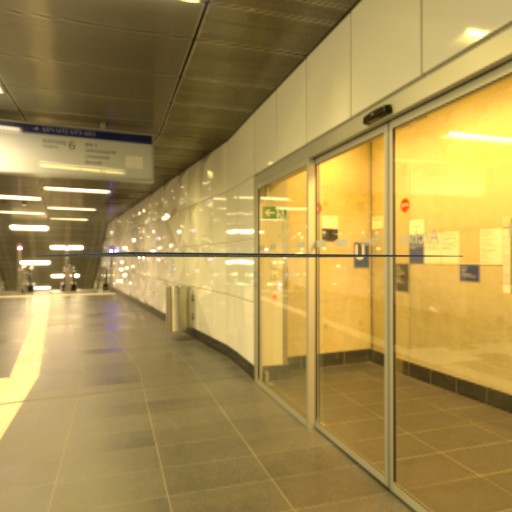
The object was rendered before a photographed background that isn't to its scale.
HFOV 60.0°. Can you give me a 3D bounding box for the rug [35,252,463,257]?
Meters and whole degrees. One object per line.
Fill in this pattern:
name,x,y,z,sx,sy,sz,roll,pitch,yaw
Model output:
rug,0.000,0.000,2.250,1.819,0.005,1.200,0,-1,-37
